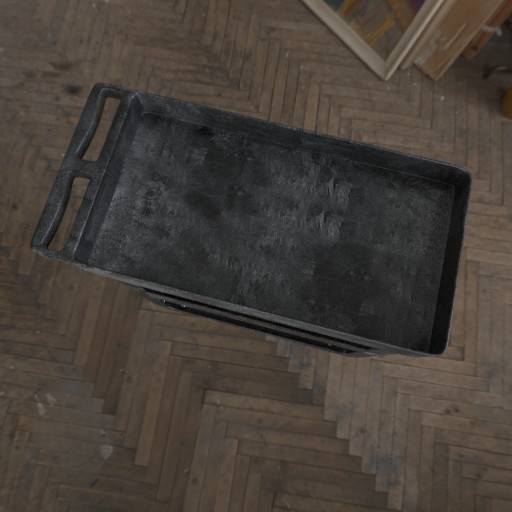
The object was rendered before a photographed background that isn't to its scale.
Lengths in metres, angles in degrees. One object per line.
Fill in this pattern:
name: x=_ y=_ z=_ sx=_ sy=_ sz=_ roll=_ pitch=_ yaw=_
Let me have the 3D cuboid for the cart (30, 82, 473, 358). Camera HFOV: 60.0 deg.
cart: x=0.000 y=0.000 z=1.339 sx=0.877 sy=0.824 sz=0.420 roll=14 pitch=76 yaw=4
